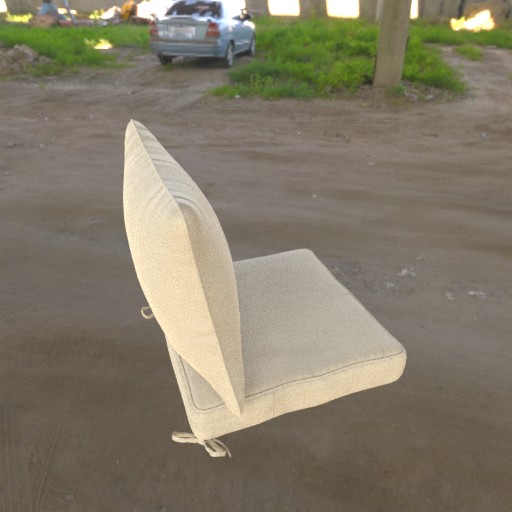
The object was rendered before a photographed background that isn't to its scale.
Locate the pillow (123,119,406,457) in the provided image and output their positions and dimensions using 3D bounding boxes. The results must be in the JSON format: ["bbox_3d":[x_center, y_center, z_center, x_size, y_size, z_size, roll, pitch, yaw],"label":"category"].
[{"bbox_3d":[0.000,0.000,1.362,0.733,0.716,0.798,-11,32,-17],"label":"pillow"}]
